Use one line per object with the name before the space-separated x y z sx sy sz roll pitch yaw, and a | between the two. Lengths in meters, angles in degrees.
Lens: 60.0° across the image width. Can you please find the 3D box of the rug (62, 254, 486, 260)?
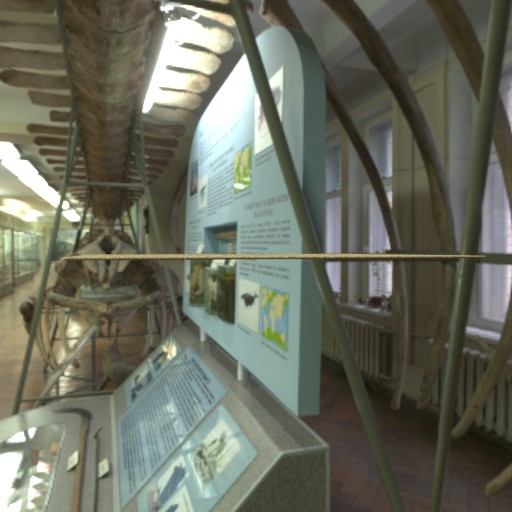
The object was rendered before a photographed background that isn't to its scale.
rug | 0.000 0.000 2.808 2.141 0.013 1.566 0 1 -18
